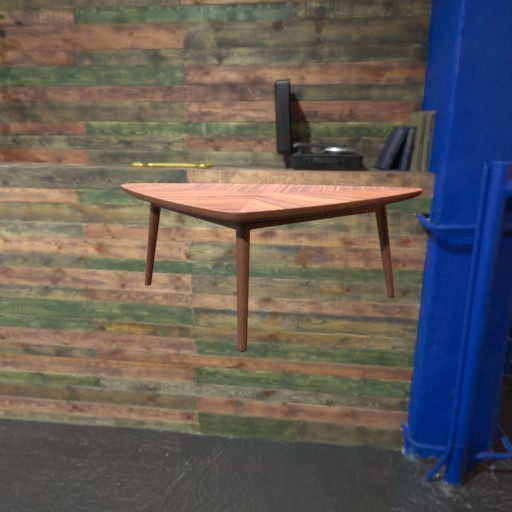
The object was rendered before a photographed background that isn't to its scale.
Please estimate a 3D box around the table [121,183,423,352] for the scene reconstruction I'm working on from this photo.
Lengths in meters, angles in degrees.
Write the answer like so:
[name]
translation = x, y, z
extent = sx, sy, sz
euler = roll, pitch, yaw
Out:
[table]
translation = 0.000, 0.000, 1.318
extent = 1.008, 0.365, 0.601
euler = 2, 15, 8
